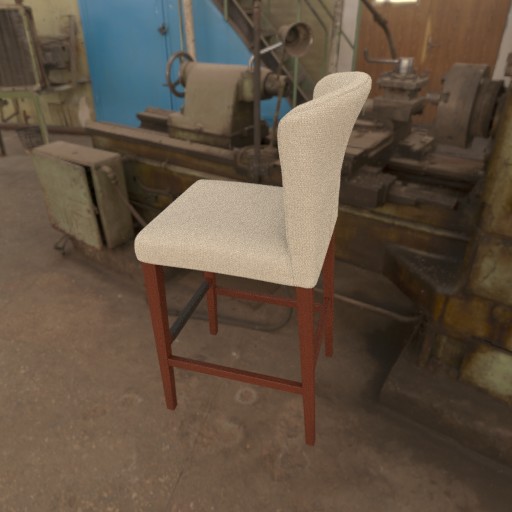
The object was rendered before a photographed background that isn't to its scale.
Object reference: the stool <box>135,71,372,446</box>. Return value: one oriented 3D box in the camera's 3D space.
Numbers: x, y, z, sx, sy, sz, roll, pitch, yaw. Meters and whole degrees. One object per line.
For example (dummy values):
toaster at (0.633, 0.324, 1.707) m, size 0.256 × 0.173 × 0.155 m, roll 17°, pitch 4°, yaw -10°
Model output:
stool at (0.000, 0.000, 1.378) m, size 0.568 × 1.069 × 0.481 m, roll 8°, pitch 32°, yaw 14°
